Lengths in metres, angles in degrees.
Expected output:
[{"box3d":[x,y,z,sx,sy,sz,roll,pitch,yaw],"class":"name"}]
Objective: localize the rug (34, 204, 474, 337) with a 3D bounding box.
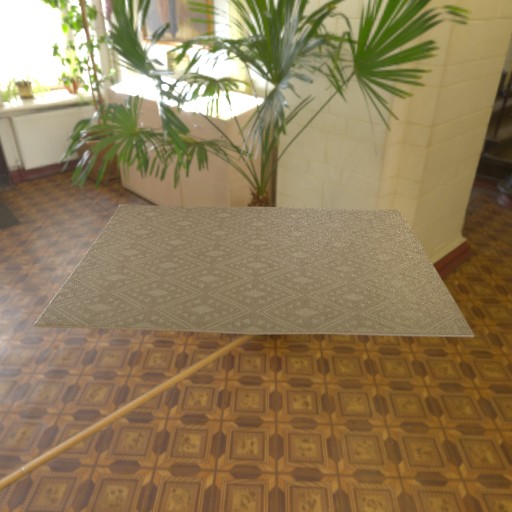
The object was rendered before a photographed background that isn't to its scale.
[{"box3d":[0.000,0.000,2.366,1.829,0.034,1.252,1,30,1],"class":"rug"}]
